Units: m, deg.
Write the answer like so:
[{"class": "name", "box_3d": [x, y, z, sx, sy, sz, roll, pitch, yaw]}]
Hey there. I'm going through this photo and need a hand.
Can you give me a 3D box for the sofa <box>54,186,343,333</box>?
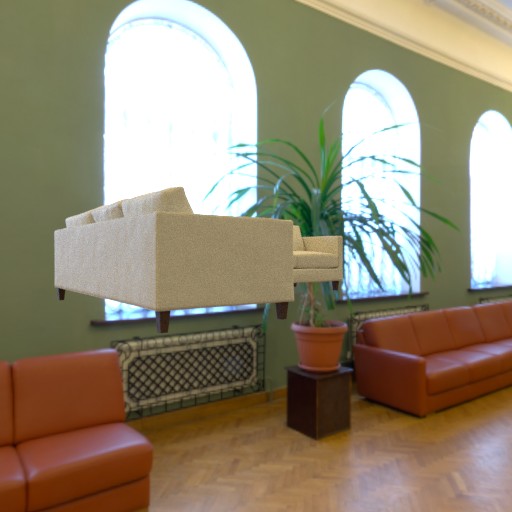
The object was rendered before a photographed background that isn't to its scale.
[{"class": "sofa", "box_3d": [0.000, 0.000, 4.352, 3.182, 0.863, 2.432, 0, 0, -37]}]
